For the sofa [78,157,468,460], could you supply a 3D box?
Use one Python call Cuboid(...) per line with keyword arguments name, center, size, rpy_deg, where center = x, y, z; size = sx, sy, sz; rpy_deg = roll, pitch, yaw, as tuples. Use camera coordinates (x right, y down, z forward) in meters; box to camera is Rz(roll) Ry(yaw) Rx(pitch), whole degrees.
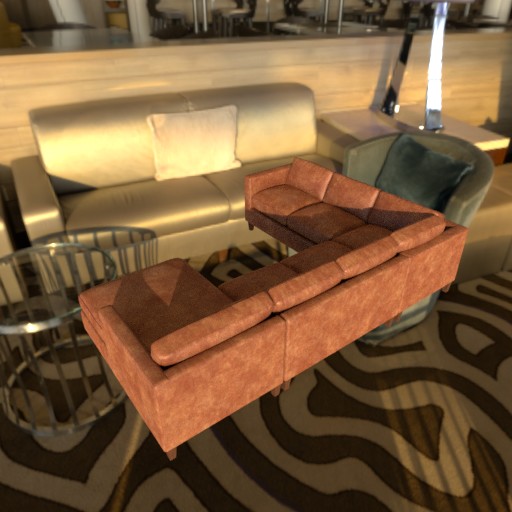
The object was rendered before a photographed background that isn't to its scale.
Cuboid(name="sofa", center=(0.000, 0.000, 4.408), size=(3.324, 0.888, 2.452), rpy_deg=(-21, 37, -31))
